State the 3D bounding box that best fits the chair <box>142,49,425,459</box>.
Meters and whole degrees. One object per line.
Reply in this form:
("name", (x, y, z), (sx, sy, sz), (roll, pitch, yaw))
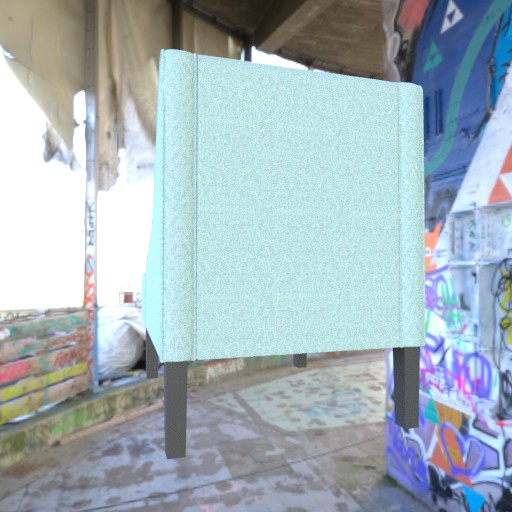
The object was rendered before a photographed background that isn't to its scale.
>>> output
("chair", (0.000, 0.000, 1.801), (0.857, 1.133, 1.025), (0, -1, -17))
